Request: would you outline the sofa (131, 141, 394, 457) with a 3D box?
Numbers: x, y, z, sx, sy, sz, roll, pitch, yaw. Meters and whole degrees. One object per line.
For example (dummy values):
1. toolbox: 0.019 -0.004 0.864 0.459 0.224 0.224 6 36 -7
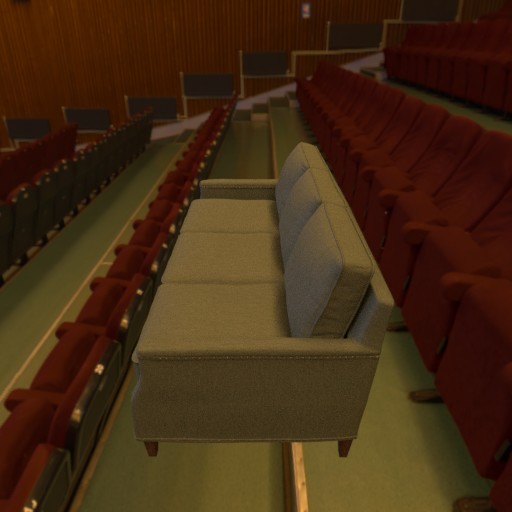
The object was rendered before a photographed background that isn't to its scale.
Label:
1. sofa: 0.000 0.000 2.787 1.084 1.003 2.246 0 27 0
